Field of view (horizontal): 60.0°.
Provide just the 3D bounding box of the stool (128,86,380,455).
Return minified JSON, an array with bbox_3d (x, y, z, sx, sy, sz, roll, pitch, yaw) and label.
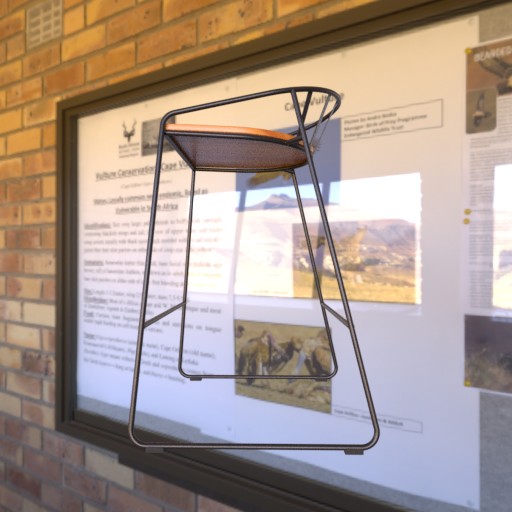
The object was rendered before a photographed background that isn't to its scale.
[{"bbox_3d":[0.000,0.000,1.181,0.521,0.812,0.546,0,0,1],"label":"stool"}]
